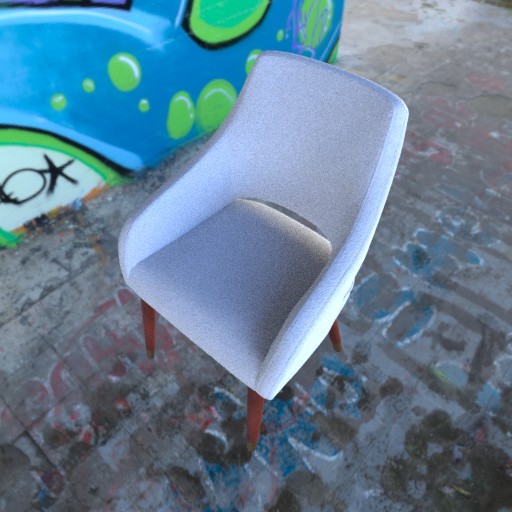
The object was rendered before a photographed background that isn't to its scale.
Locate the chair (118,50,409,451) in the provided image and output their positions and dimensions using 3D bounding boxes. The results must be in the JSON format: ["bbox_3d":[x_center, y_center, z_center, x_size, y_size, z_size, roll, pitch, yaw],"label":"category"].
[{"bbox_3d":[0.000,0.000,1.255,0.609,0.889,0.600,33,55,27],"label":"chair"}]
